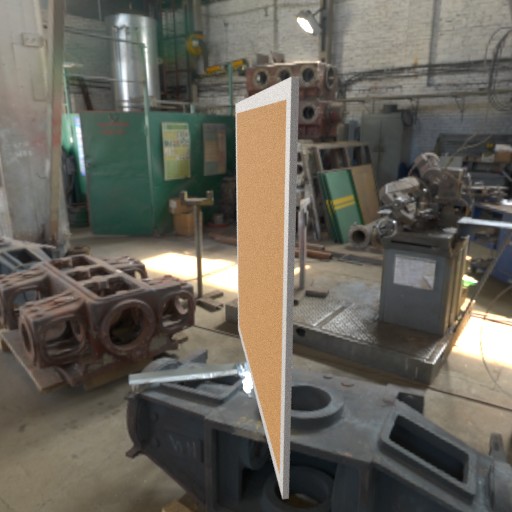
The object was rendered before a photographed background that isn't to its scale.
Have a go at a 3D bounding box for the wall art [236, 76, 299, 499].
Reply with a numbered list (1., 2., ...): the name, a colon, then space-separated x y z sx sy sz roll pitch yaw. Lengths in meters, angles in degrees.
1. wall art: 0.000 0.000 0.817 0.009 0.559 0.558 -2 16 -8
